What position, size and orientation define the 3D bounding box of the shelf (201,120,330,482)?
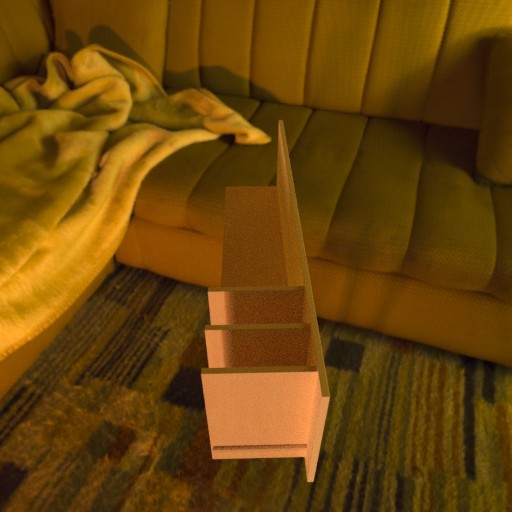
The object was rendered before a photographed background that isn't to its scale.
[{"bbox_3d":[0.000,0.000,1.158,0.200,0.300,1.020,-1,40,-1],"label":"shelf"}]
